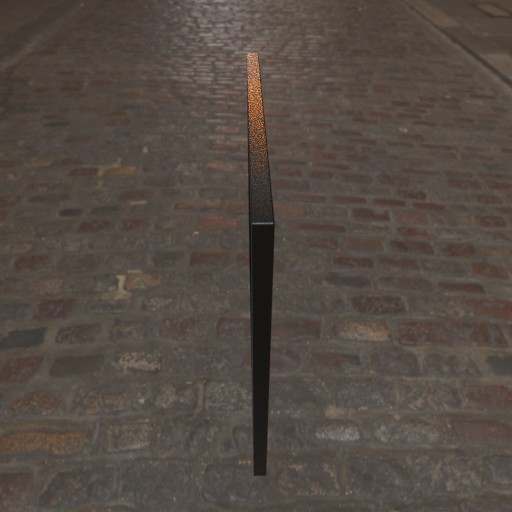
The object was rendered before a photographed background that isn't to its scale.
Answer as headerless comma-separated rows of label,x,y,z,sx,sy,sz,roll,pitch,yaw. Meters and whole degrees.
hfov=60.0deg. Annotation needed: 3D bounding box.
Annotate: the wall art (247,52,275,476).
wall art,0.000,0.000,0.516,0.014,0.349,0.349,-1,40,-1
